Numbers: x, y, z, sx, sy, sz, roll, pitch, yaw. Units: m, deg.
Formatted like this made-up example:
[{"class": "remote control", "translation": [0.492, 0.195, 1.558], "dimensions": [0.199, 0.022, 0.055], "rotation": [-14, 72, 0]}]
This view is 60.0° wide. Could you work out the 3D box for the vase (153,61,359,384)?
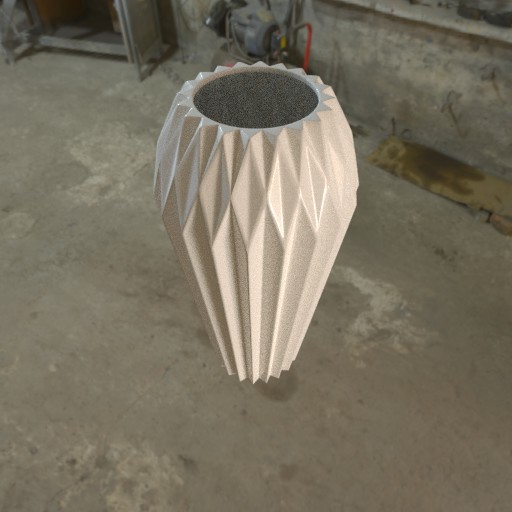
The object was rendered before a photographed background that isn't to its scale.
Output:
[{"class": "vase", "translation": [0.000, 0.000, 0.343], "dimensions": [0.133, 0.263, 0.133], "rotation": [0, 47, 0]}]
